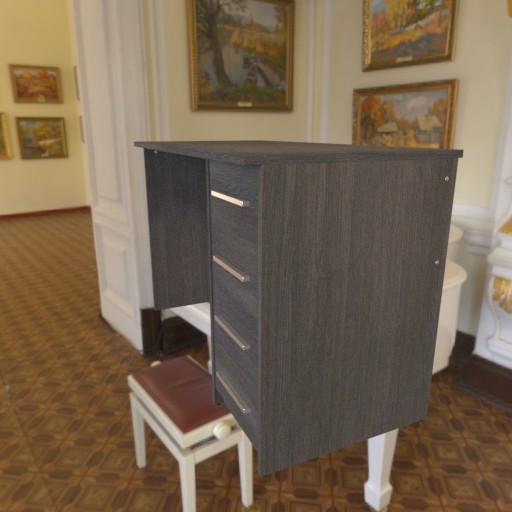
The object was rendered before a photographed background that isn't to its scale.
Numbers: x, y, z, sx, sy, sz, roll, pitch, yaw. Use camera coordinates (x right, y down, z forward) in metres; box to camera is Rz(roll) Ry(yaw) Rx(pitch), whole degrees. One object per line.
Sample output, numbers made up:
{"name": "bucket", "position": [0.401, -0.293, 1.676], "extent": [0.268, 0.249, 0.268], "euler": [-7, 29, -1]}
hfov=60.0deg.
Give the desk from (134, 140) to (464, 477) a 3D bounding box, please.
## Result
{"name": "desk", "position": [0.000, 0.000, 1.497], "extent": [0.560, 0.730, 1.096], "euler": [-7, 17, -24]}
